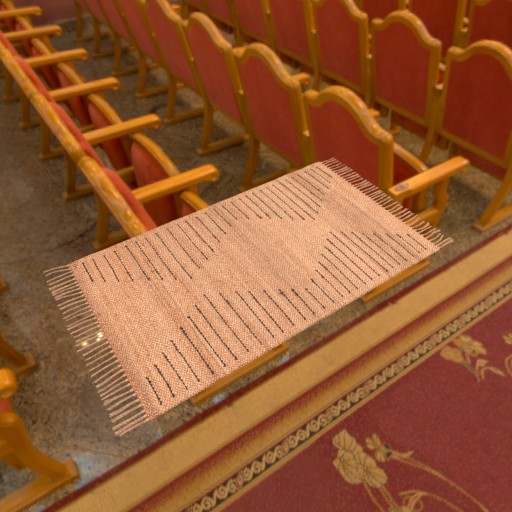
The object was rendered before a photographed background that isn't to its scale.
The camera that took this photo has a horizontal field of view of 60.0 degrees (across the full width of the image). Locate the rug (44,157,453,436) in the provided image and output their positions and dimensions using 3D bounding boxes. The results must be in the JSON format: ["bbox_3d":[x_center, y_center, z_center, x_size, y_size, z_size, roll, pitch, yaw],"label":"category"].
[{"bbox_3d":[0.000,0.000,2.061,1.718,0.017,0.905,-26,51,-23],"label":"rug"}]
